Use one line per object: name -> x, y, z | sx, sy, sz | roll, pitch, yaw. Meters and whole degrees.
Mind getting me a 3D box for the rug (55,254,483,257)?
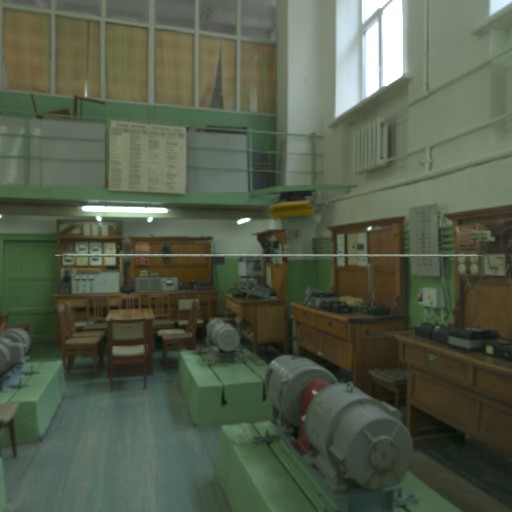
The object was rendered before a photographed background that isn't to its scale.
rug -> 0.000, 0.000, 2.897 | 2.233, 0.011, 1.514 | 0, 0, -18
